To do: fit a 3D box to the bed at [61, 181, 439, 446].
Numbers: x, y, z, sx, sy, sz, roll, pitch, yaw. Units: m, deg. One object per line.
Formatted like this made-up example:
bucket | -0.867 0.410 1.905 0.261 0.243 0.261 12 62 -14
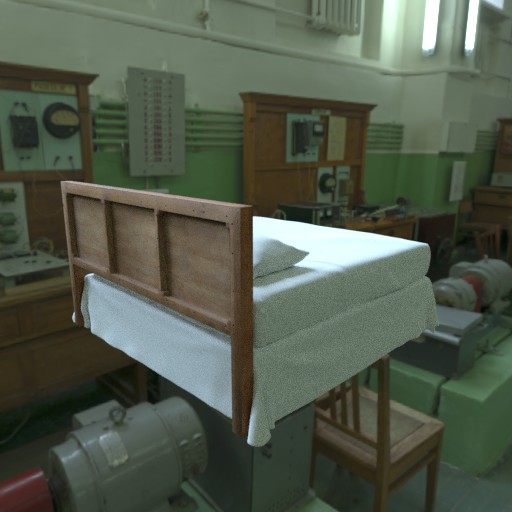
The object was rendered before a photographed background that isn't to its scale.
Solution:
bed | 0.000 0.000 3.470 2.165 1.158 2.255 -13 19 -42
